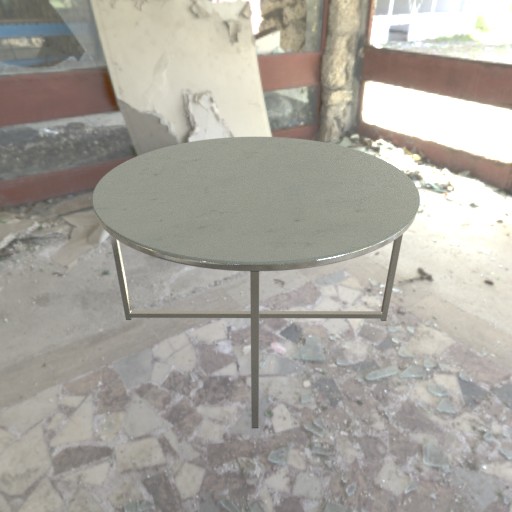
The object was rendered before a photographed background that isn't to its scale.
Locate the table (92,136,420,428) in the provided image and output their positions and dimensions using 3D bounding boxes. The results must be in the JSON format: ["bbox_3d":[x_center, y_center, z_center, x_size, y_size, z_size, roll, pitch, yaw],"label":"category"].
[{"bbox_3d":[0.000,0.000,1.248,0.800,0.450,0.800,0,31,0],"label":"table"}]
